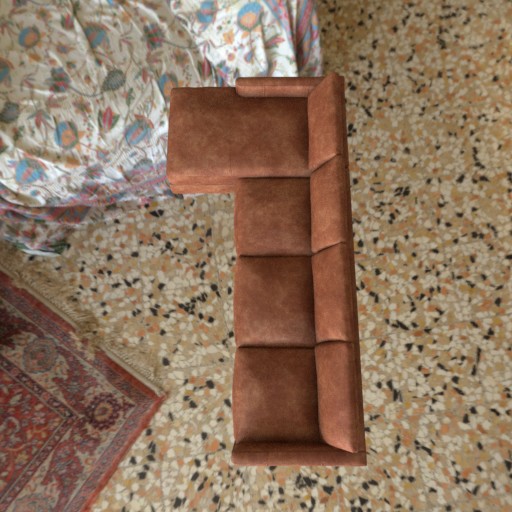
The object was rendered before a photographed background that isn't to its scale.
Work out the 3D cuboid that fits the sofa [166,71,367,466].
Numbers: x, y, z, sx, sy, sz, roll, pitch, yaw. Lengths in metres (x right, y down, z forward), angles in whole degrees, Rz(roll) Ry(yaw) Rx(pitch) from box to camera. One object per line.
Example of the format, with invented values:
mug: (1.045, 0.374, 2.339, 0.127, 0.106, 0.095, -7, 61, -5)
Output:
sofa: (0.000, 0.000, 3.502, 1.471, 0.859, 2.993, 0, 75, 0)
